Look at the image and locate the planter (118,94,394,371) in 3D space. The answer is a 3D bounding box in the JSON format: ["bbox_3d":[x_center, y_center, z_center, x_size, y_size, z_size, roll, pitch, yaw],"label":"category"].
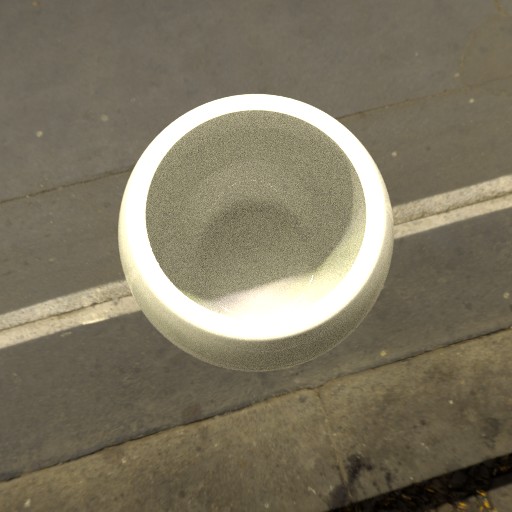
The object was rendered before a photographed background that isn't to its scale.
[{"bbox_3d":[0.000,0.000,0.443,0.222,0.278,0.222,0,76,0],"label":"planter"}]
